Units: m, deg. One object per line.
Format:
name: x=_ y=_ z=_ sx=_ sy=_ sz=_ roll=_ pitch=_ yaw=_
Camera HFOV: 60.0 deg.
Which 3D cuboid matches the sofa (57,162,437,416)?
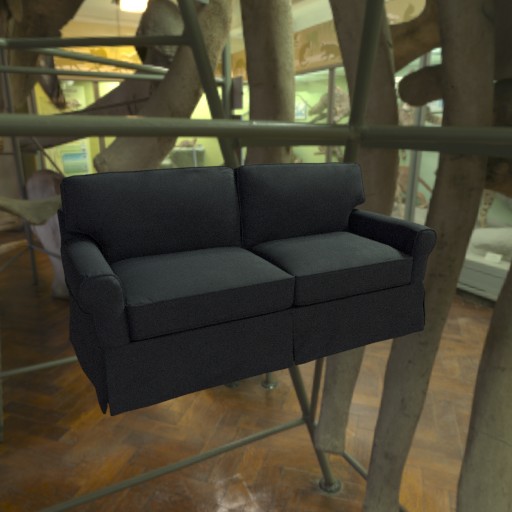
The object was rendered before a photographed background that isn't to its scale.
sofa: x=0.000 y=0.000 z=2.827 sx=2.256 sy=1.094 sz=0.983 roll=-8 pitch=18 yaw=-26
